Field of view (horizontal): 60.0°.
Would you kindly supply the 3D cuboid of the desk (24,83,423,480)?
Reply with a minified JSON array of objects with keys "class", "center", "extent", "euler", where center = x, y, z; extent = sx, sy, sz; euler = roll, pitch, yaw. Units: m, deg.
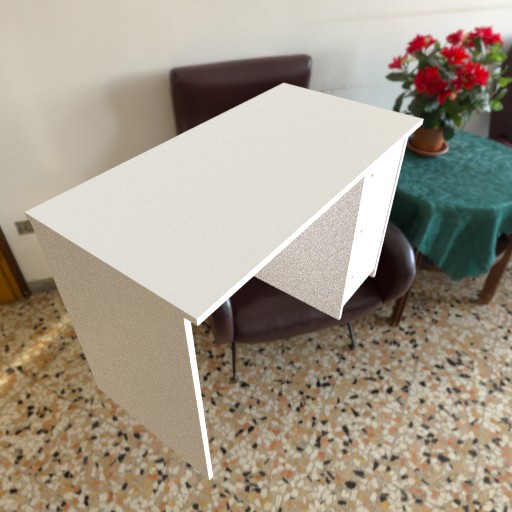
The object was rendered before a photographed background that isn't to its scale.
[{"class":"desk","center":[0.000,0.000,1.502],"extent":[0.560,0.735,1.097],"euler":[26,47,27]}]
